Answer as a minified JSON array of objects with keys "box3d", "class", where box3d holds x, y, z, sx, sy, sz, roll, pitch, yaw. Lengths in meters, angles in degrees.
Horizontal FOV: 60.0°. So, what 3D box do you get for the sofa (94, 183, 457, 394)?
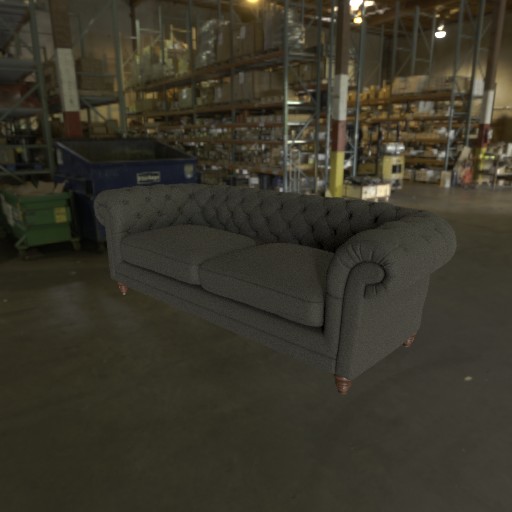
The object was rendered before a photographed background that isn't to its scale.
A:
[{"box3d":[0.000,0.000,2.808,2.362,0.762,0.991,14,21,42],"class":"sofa"}]
